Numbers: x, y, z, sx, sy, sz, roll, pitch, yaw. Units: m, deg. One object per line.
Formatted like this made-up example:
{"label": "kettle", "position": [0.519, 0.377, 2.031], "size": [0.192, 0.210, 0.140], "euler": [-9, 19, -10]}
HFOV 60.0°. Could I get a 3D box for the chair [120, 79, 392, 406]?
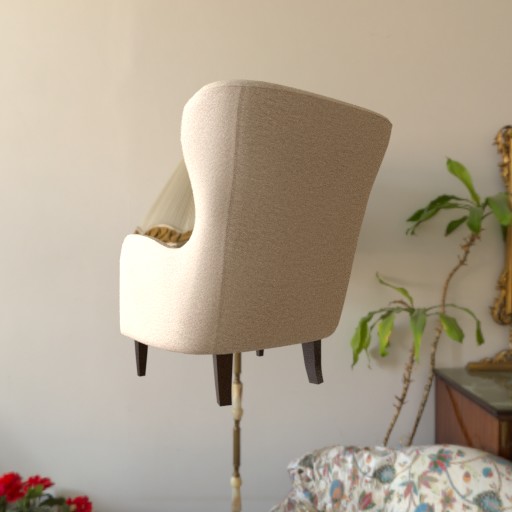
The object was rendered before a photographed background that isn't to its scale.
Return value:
{"label": "chair", "position": [0.000, 0.000, 1.825], "size": [0.861, 1.064, 0.984], "euler": [0, 0, -36]}
